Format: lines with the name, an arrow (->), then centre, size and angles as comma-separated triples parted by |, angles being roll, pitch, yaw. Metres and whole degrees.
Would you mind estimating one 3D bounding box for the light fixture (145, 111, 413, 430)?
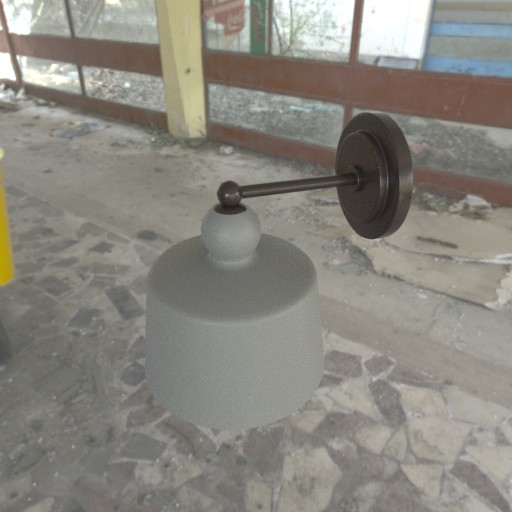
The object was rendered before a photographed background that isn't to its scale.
light fixture -> 0.000, 0.000, 0.452 | 0.254, 0.268, 0.204 | -9, 32, -15
